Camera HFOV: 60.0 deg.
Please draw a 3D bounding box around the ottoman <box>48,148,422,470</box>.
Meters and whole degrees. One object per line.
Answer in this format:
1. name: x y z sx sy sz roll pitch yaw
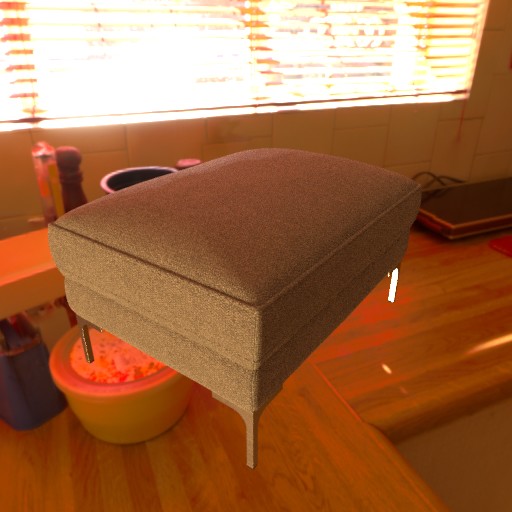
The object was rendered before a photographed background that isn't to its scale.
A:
1. ottoman: 0.000 0.000 1.164 0.583 0.464 0.785 18 32 32
